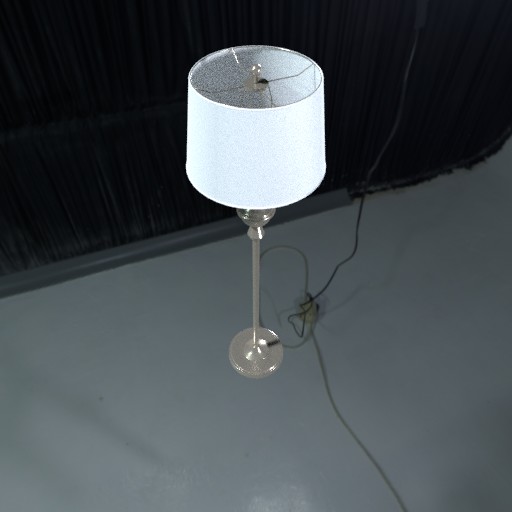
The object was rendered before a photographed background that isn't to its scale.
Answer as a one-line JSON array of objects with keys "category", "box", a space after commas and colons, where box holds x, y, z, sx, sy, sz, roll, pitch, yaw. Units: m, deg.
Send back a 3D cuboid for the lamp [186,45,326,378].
[{"category": "lamp", "box": [0.000, 0.000, 1.700, 0.431, 1.488, 0.431, 0, 48, 0]}]
